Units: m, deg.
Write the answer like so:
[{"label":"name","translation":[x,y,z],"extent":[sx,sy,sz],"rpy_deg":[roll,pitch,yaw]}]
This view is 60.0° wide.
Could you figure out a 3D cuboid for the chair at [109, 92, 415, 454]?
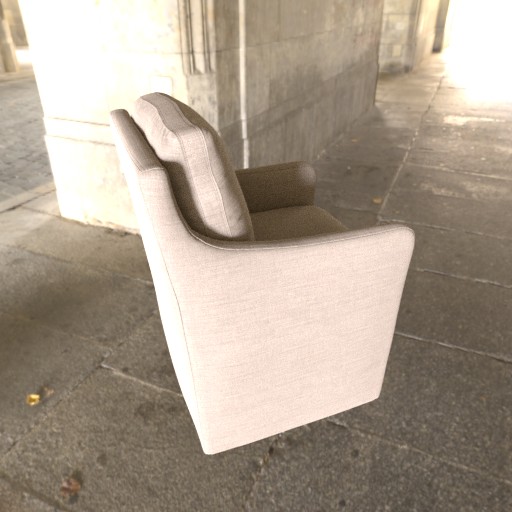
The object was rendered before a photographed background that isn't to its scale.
[{"label":"chair","translation":[0.000,0.000,1.351],"extent":[0.694,0.914,0.626],"rpy_deg":[-11,32,-18]}]
